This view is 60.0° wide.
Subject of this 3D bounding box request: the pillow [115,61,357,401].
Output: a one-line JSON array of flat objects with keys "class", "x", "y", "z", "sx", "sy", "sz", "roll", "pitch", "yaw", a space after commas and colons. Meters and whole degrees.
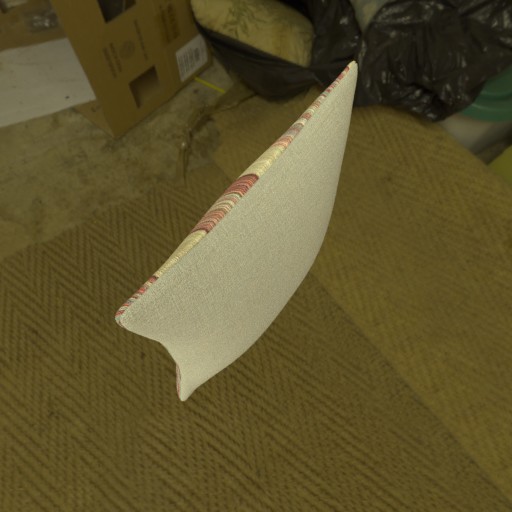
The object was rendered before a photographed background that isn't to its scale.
[{"class": "pillow", "x": 0.000, "y": 0.000, "z": 0.666, "sx": 0.136, "sy": 0.419, "sz": 0.437, "roll": 33, "pitch": 67, "yaw": 16}]
